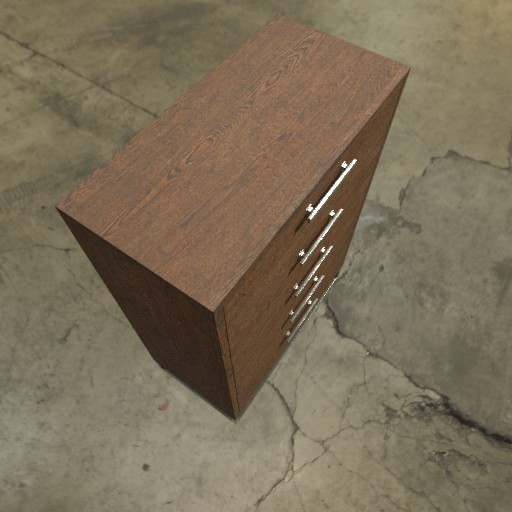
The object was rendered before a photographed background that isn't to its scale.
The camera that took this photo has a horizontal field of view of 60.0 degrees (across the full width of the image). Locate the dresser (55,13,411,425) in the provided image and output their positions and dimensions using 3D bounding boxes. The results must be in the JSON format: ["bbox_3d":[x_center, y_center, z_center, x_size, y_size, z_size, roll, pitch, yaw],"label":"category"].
[{"bbox_3d":[0.000,0.000,1.755,0.508,1.321,0.965,31,64,17],"label":"dresser"}]
